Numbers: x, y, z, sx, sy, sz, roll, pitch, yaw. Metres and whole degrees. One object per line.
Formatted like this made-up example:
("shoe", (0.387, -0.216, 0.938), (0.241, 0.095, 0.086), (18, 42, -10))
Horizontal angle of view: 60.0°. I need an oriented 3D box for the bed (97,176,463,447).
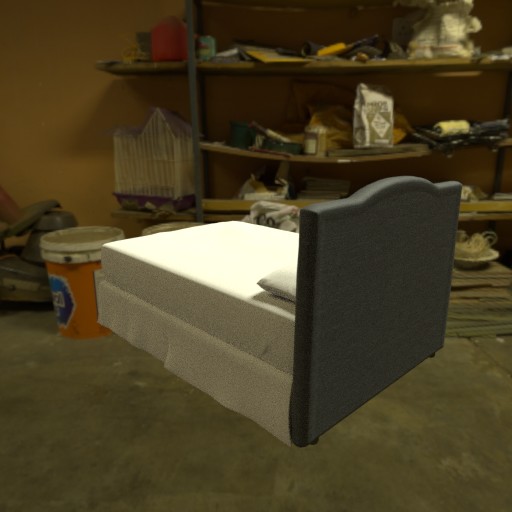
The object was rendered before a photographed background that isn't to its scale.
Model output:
("bed", (0.000, 0.000, 3.628), (1.747, 1.441, 2.507), (-14, 21, -42))
